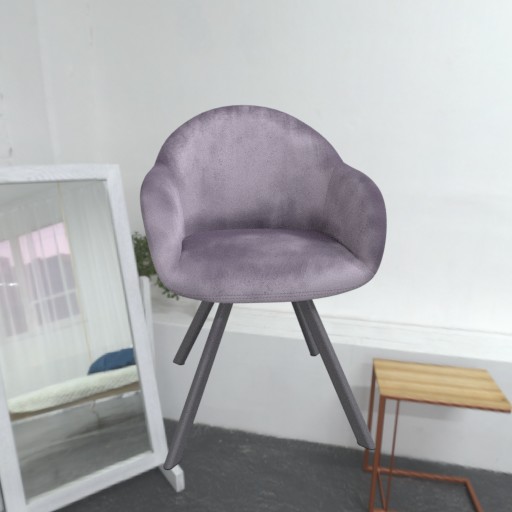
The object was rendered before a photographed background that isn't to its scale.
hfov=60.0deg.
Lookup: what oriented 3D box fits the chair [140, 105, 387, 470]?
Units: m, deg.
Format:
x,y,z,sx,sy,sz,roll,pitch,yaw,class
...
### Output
x,y,z,sx,sy,sz,roll,pitch,yaw,class
0.000,0.000,1.178,0.550,0.795,0.590,-2,15,-8,chair
